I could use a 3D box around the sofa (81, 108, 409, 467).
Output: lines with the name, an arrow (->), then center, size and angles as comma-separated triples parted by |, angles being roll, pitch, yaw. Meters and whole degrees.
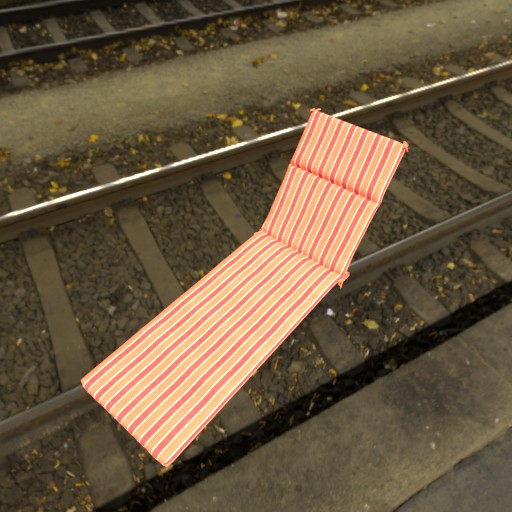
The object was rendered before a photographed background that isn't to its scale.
sofa -> 0.000, 0.000, 1.970 | 0.582, 0.622, 1.663 | 31, 54, 26
